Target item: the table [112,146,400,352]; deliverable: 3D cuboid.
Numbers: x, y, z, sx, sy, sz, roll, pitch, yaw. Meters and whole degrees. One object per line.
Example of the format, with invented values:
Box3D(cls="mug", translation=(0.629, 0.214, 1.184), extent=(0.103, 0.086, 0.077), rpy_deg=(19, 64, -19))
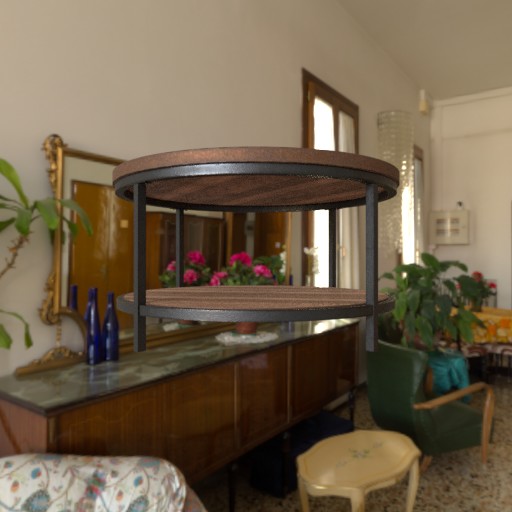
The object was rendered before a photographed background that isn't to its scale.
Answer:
Box3D(cls="table", translation=(0.000, 0.000, 1.357), extent=(0.837, 0.462, 0.837), rpy_deg=(0, 0, 0))
